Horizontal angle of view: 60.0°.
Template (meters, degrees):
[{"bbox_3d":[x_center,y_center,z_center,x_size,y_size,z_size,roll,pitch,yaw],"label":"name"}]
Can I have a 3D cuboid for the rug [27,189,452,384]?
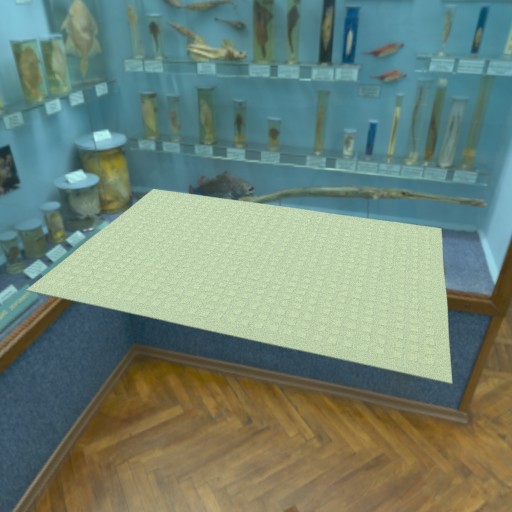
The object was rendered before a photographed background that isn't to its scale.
[{"bbox_3d":[0.000,0.000,2.167,1.747,0.006,1.143,10,33,15],"label":"rug"}]
